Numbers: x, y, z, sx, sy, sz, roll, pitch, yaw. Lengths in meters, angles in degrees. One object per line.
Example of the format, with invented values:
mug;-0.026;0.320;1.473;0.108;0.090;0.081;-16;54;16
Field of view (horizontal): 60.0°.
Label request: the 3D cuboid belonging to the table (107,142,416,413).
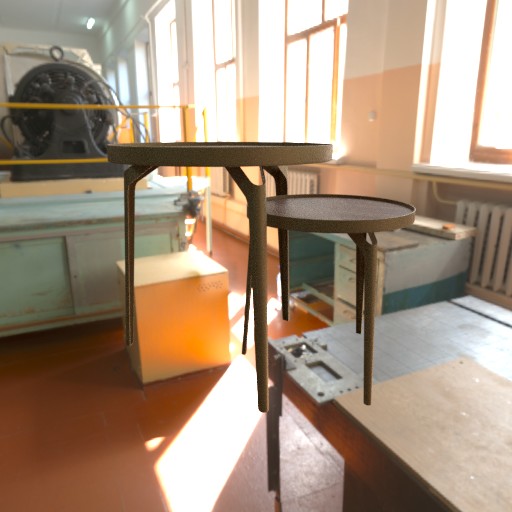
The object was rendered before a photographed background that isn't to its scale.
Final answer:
table;0.000;0.000;1.132;0.751;0.555;0.532;3;16;9
